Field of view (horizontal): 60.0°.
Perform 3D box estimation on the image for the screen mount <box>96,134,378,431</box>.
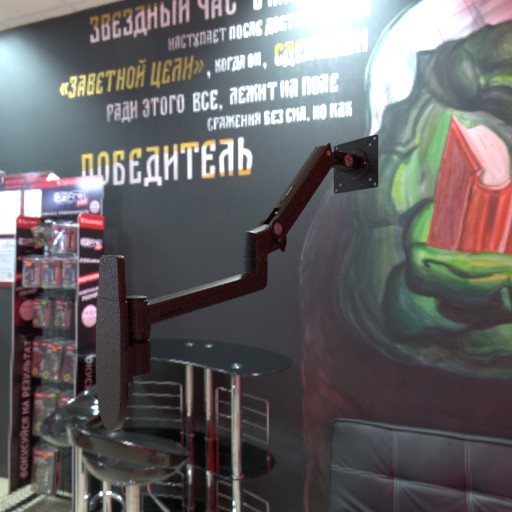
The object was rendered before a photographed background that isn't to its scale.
[{"bbox_3d":[0.000,0.000,0.741,0.495,0.466,0.115,0,0,-37],"label":"screen mount"}]
